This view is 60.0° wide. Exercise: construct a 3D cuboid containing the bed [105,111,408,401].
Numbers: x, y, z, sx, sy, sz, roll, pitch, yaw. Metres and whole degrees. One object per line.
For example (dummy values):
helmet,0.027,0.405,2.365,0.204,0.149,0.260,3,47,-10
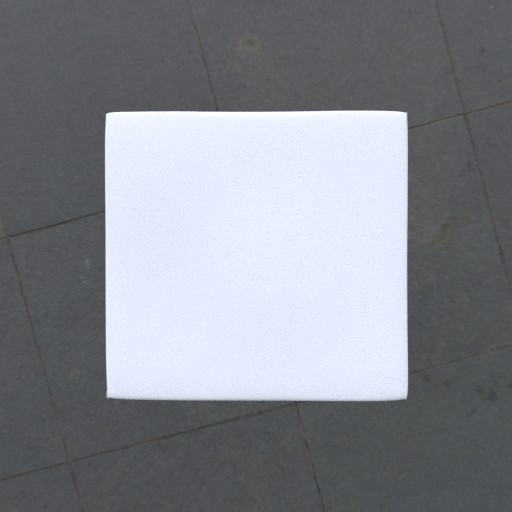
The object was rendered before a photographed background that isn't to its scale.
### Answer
bed,0.000,0.000,3.111,2.108,0.510,2.007,0,90,1
